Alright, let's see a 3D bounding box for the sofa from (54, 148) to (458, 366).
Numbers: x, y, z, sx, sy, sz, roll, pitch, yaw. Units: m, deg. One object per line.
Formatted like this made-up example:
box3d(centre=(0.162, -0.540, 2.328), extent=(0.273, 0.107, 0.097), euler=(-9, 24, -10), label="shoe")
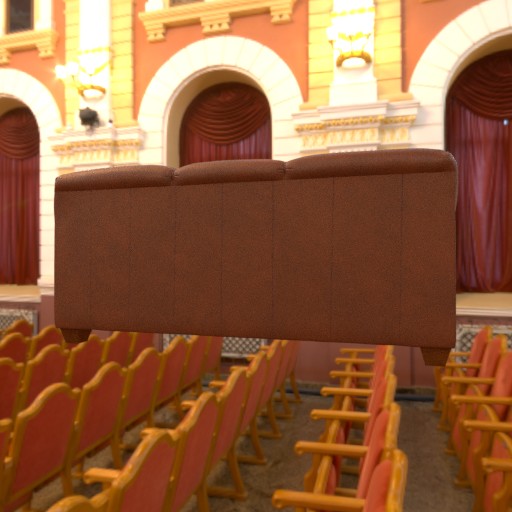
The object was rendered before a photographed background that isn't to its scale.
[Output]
box3d(centre=(0.000, 0.000, 2.566), extent=(2.039, 0.953, 1.008), euler=(0, -1, 17), label="sofa")
